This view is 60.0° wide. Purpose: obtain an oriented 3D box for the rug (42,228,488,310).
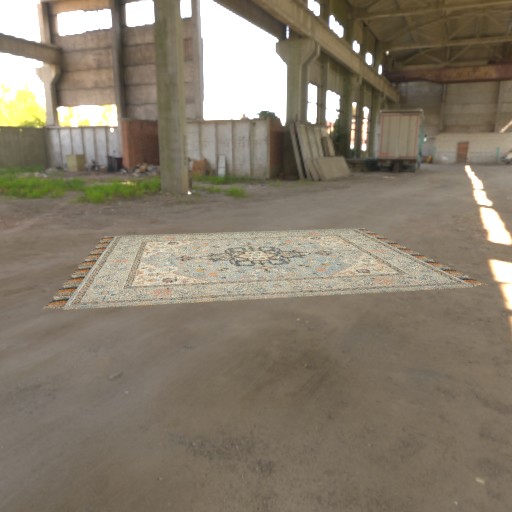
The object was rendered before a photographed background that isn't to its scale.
[{"bbox_3d":[0.000,0.000,2.293,1.730,0.009,1.278,-2,14,-9],"label":"rug"}]
